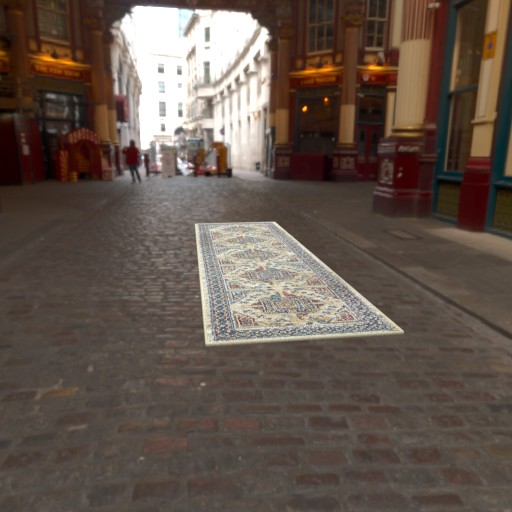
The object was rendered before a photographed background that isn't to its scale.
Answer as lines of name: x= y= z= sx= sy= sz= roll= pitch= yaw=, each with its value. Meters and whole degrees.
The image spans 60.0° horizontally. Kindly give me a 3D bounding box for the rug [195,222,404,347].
rug: x=0.000 y=0.000 z=2.534 sx=0.661 sy=0.013 sz=2.297 roll=-2 pitch=14 yaw=-8
